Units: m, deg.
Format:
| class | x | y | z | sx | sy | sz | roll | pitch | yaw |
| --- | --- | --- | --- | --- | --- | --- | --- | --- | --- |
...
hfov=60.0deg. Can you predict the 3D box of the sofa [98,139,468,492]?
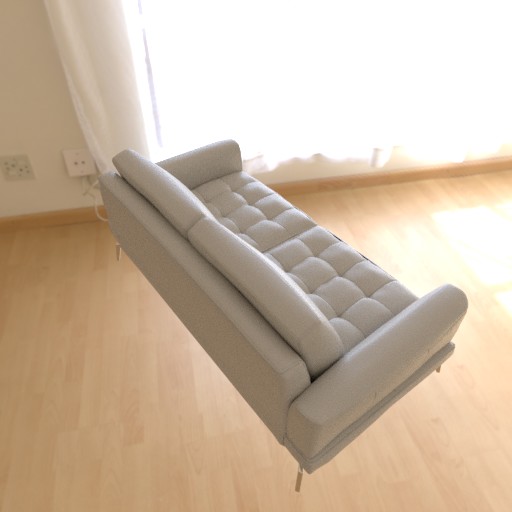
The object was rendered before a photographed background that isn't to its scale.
| class | x | y | z | sx | sy | sz | roll | pitch | yaw |
| --- | --- | --- | --- | --- | --- | --- | --- | --- | --- |
| sofa | 0.000 | 0.000 | 2.653 | 1.121 | 0.930 | 2.177 | -27 | 49 | -27 |
